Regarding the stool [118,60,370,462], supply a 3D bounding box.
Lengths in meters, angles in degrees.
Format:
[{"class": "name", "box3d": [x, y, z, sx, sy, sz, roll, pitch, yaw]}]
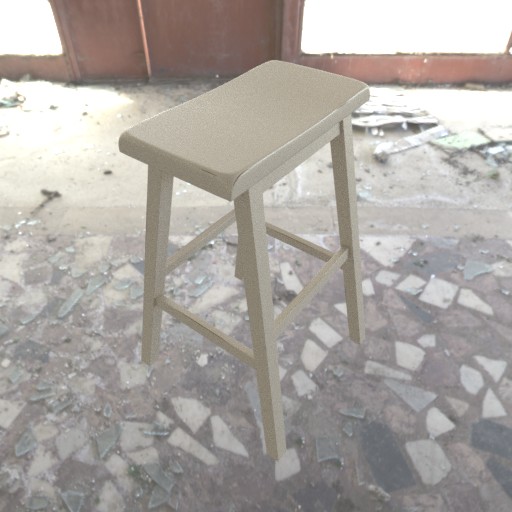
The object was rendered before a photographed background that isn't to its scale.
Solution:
[{"class": "stool", "box3d": [0.000, 0.000, 1.048, 0.476, 0.737, 0.457, 27, 49, 26]}]
